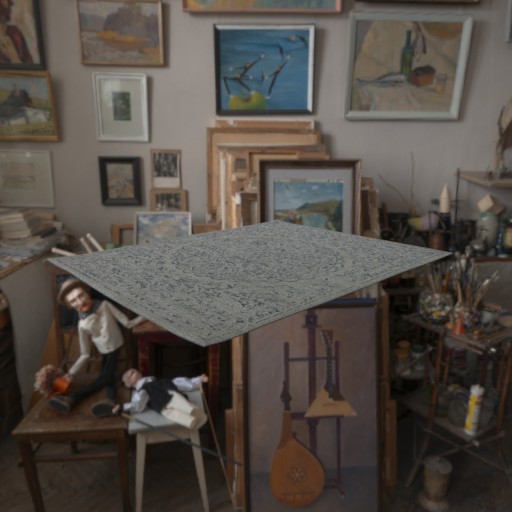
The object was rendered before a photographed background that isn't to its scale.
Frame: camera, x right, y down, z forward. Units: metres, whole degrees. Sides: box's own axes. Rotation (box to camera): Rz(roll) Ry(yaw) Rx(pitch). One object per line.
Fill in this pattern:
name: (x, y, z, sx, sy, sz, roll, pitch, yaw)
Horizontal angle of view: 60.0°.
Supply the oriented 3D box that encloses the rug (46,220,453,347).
rug: (0.000, 0.000, 4.060, 2.925, 0.026, 2.343, -13, 20, -41)
